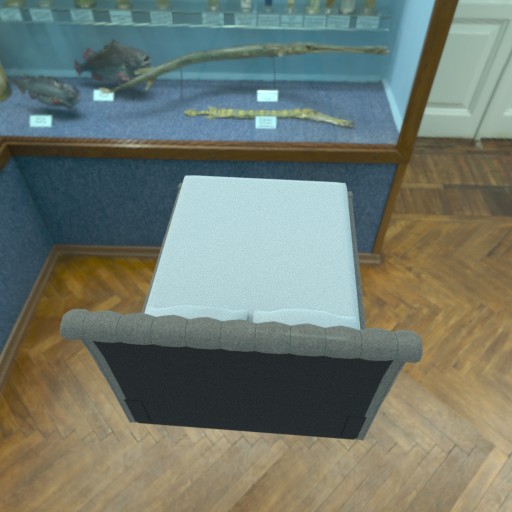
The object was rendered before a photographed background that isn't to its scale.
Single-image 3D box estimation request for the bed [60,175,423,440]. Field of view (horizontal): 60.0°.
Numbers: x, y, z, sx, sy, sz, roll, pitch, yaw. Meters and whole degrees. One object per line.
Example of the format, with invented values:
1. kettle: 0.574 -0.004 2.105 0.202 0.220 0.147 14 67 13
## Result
1. bed: 0.000 0.000 3.219 1.645 1.371 2.252 3 48 3
